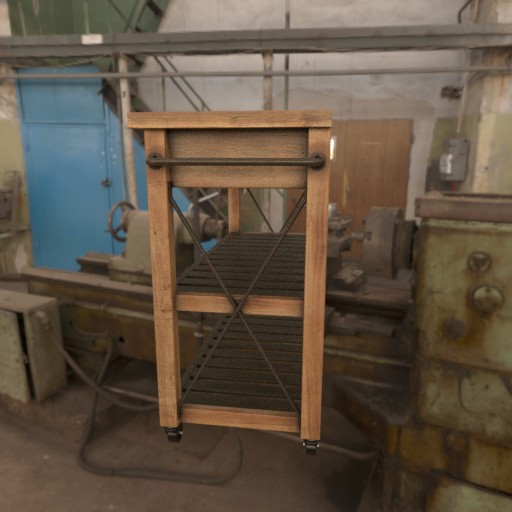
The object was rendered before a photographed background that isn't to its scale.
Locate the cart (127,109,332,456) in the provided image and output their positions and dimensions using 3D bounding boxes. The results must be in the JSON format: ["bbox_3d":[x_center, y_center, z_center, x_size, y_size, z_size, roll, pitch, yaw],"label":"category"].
[{"bbox_3d":[0.000,0.000,0.978,0.298,0.554,0.686,2,13,8],"label":"cart"}]
